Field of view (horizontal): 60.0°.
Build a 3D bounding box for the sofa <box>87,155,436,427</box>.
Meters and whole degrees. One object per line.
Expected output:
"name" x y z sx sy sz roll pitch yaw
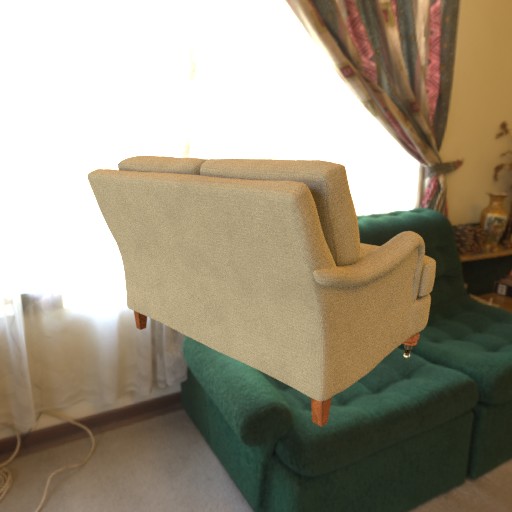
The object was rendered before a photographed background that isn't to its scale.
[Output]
"sofa" 0.000 0.000 2.270 1.480 0.999 1.087 13 19 43
